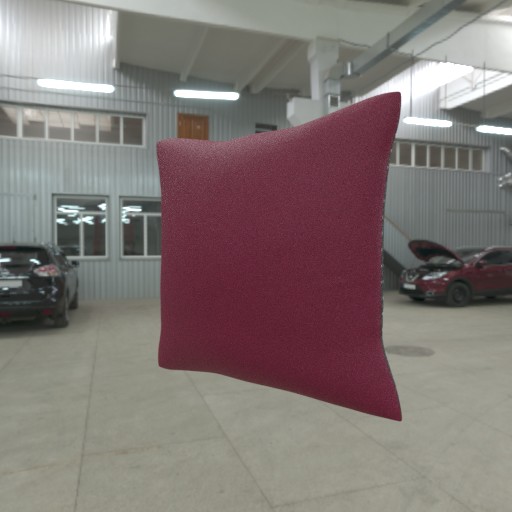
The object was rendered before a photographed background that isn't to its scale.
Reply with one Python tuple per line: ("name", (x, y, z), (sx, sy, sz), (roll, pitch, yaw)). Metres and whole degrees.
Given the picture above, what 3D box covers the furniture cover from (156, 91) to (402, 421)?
("furniture cover", (0.000, 0.000, 0.836), (0.552, 0.509, 0.193), (1, 1, 36))
